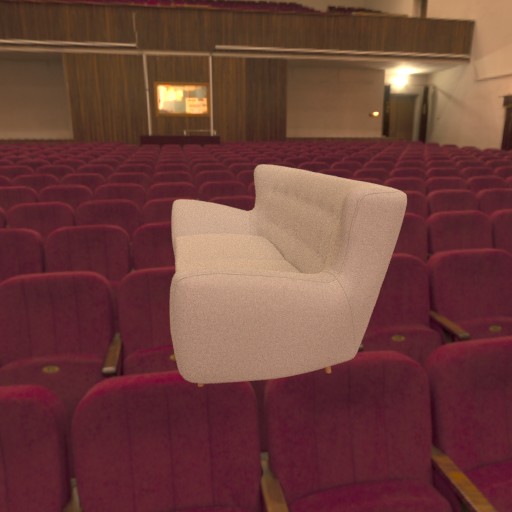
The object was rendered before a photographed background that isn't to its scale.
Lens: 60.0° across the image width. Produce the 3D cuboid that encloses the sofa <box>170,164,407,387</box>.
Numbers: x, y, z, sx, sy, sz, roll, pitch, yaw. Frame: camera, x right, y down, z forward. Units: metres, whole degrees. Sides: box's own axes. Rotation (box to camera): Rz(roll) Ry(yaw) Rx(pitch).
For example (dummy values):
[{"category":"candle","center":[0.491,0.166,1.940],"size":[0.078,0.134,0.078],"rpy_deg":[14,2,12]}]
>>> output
[{"category":"sofa","center":[0.000,0.000,2.386],"size":[0.899,0.890,1.930],"rpy_deg":[-3,14,-10]}]
